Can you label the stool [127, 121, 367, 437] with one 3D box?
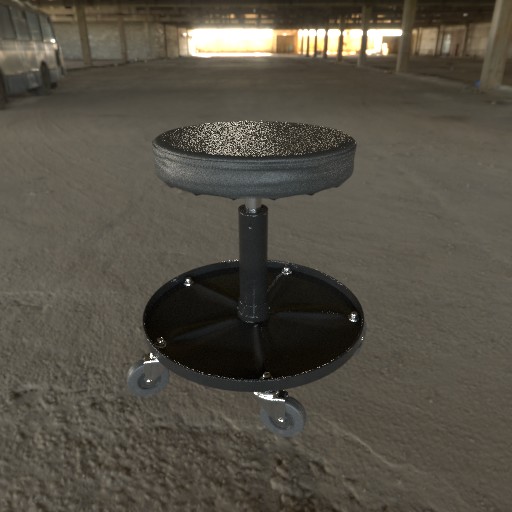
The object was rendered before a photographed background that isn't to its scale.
[{"bbox_3d":[0.000,0.000,0.681,0.381,0.365,0.382,0,26,0],"label":"stool"}]
